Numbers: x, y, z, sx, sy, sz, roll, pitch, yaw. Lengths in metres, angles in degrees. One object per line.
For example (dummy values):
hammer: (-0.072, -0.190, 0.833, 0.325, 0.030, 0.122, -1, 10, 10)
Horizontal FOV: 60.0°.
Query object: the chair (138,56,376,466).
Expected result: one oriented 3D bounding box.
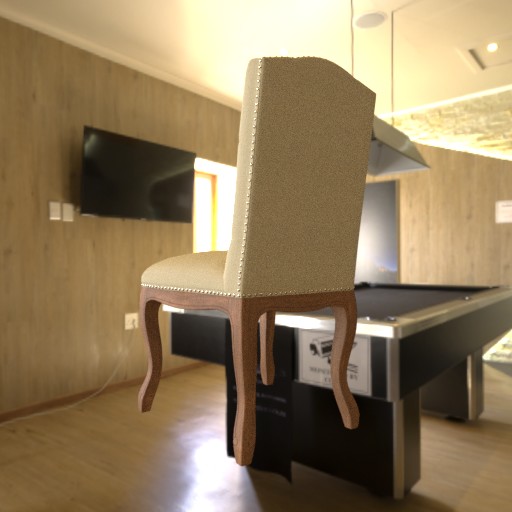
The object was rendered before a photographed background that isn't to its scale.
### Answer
chair: (0.000, 0.000, 1.578, 0.623, 1.165, 0.715, 0, 1, -36)
